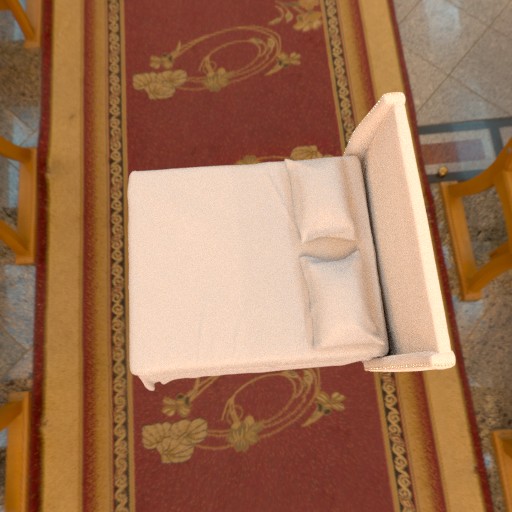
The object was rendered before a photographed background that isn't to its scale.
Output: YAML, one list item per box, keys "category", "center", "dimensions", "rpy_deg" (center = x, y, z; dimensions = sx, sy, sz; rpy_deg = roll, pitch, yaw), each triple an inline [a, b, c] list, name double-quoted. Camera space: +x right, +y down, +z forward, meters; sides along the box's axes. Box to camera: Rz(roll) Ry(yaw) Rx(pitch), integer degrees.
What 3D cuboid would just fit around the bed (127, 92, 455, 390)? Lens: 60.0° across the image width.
- category: "bed"
  center: [0.000, 0.000, 3.493]
  dimensions: [2.276, 1.332, 1.925]
  rpy_deg: [-4, 75, -1]
